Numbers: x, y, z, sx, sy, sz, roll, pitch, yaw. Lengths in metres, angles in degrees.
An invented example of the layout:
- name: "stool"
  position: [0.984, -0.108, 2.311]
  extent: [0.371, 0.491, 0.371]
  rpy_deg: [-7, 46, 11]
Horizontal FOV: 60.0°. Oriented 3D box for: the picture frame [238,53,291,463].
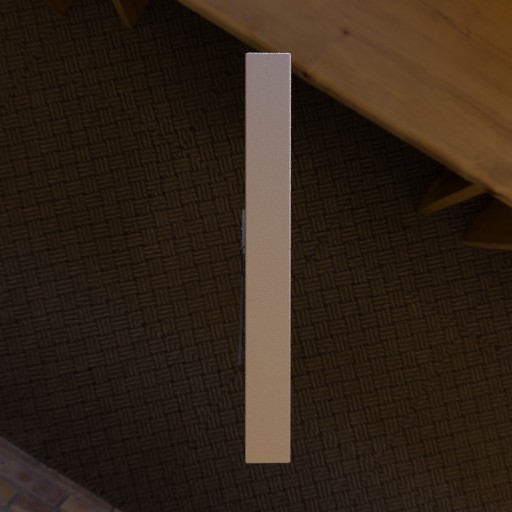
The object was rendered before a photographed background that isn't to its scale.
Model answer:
- name: "picture frame"
  position: [0.000, 0.000, 0.392]
  extent: [0.036, 0.282, 0.233]
  rpy_deg: [0, 91, -1]
